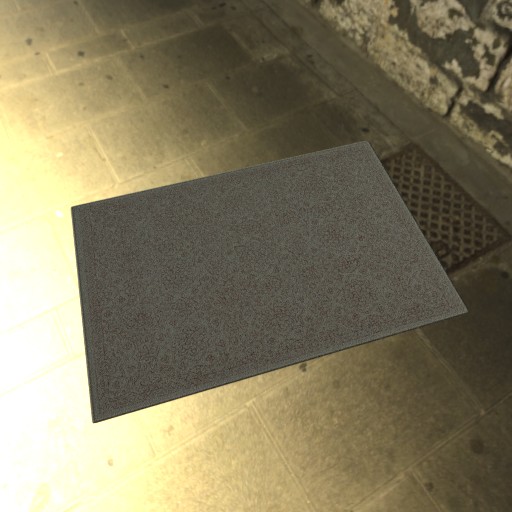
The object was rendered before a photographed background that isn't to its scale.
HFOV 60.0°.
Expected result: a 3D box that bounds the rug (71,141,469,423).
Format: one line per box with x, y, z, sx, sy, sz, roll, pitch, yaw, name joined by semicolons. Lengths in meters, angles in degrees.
0.000;0.000;2.339;1.829;0.010;1.219;-14;60;-8;rug
